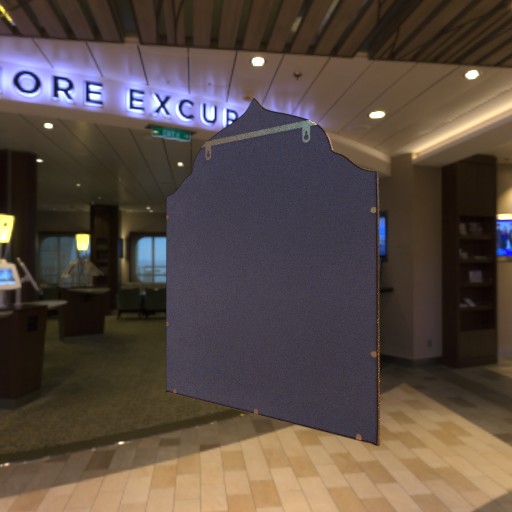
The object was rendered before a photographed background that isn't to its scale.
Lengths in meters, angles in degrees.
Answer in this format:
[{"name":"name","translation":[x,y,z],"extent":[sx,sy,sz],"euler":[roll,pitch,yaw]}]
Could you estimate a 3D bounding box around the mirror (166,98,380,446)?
[{"name":"mirror","translation":[0.000,0.000,0.893],"extent":[0.513,0.635,0.018],"euler":[0,-1,36]}]
